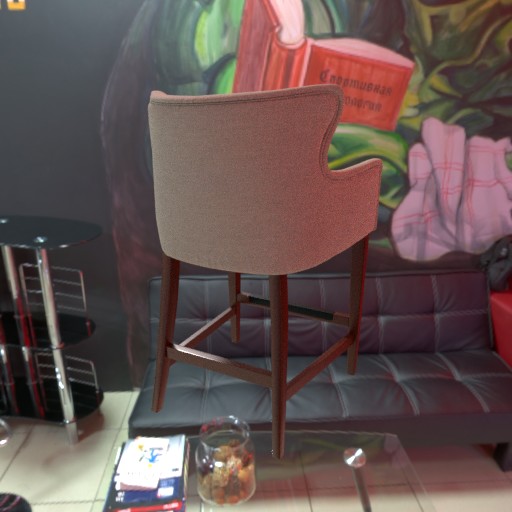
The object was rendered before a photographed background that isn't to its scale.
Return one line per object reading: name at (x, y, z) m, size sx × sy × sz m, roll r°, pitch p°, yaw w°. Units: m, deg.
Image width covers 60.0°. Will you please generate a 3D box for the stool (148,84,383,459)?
stool at (0.000, 0.000, 1.409) m, size 0.615 × 0.987 × 0.637 m, roll 9°, pitch 20°, yaw 28°
